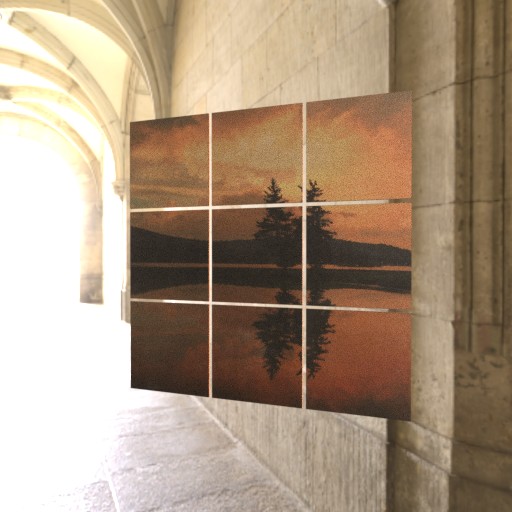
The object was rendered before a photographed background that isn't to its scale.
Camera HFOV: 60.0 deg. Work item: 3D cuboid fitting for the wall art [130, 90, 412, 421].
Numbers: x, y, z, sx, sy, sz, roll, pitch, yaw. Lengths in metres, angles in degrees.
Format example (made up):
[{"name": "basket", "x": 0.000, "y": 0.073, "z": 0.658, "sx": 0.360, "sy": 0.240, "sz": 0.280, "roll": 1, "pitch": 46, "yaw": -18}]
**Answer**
[{"name": "wall art", "x": 0.000, "y": 0.000, "z": 1.836, "sx": 1.216, "sy": 1.218, "sz": 0.013, "roll": 0, "pitch": 1, "yaw": 19}]
